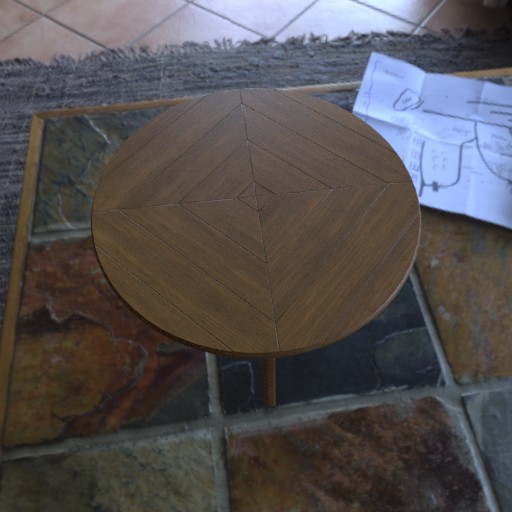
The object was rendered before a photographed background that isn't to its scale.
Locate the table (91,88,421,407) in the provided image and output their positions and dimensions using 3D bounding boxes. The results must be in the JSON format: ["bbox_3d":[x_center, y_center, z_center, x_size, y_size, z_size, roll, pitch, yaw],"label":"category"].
[{"bbox_3d":[0.000,0.000,1.753,1.055,0.757,1.055,0,59,0],"label":"table"}]
